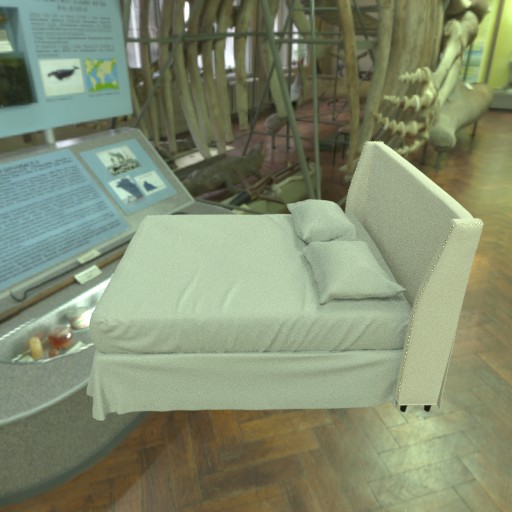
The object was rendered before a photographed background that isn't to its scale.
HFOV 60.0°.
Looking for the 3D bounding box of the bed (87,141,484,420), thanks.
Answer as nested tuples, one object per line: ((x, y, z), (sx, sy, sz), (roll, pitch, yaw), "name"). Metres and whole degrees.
((0.000, 0.000, 3.328), (2.276, 1.332, 1.925), (-1, 27, -1), "bed")
